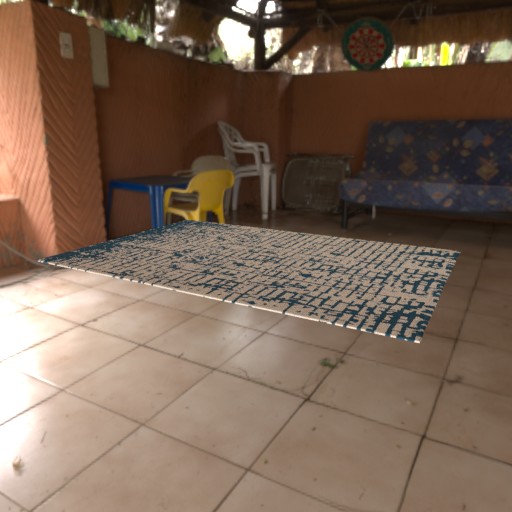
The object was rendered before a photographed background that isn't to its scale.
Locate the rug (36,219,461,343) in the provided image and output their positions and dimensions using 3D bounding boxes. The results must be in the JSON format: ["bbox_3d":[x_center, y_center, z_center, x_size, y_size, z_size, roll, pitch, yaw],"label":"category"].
[{"bbox_3d":[0.000,0.000,2.288,1.828,0.007,1.220,9,18,28],"label":"rug"}]
